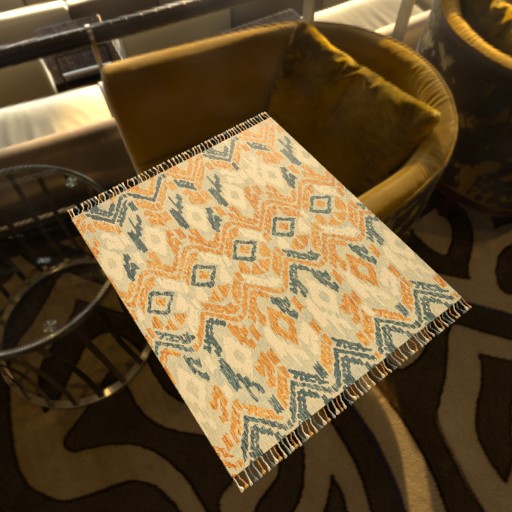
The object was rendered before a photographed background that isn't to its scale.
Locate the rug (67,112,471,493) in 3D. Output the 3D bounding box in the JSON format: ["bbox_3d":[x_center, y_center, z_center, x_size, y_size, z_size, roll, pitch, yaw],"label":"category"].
[{"bbox_3d":[0.000,0.000,4.115,2.439,0.010,3.048,-32,64,-18],"label":"rug"}]
